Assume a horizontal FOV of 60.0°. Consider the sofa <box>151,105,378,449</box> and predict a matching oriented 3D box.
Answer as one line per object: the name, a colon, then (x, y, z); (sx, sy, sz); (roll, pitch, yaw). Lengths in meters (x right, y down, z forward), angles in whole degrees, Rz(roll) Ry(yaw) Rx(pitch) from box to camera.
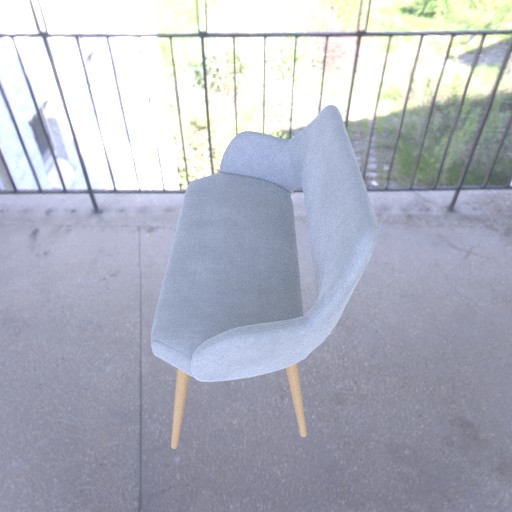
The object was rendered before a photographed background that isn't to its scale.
sofa: (0.000, 0.000, 1.620); (0.610, 0.840, 1.150); (0, 40, 0)
